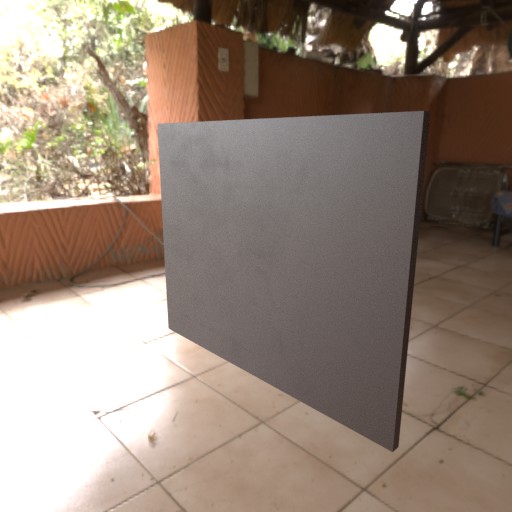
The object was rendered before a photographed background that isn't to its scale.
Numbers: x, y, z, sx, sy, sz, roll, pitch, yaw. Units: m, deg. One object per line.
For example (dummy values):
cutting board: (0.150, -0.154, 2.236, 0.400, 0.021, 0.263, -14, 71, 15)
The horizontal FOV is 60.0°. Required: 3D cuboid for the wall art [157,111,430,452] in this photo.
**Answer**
wall art: (0.000, 0.000, 1.614, 0.034, 0.952, 1.207, -13, 20, -41)
